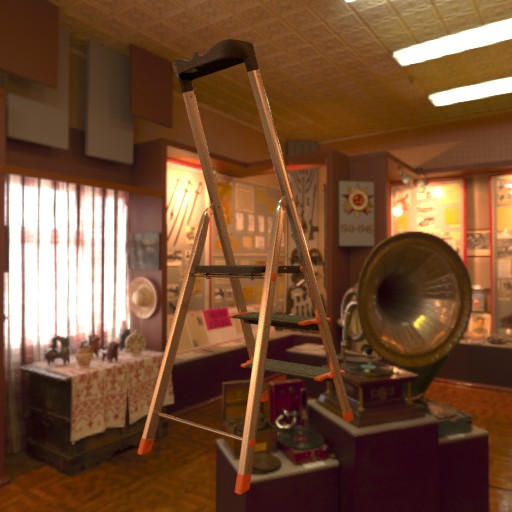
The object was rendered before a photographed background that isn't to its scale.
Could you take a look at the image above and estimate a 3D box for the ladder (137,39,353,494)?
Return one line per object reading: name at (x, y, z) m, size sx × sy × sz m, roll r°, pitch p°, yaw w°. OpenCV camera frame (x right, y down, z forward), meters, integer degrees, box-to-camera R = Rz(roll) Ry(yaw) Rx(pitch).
ladder at (0.000, 0.000, 1.534) m, size 0.416 × 1.229 × 0.686 m, roll -1°, pitch -1°, yaw 37°
